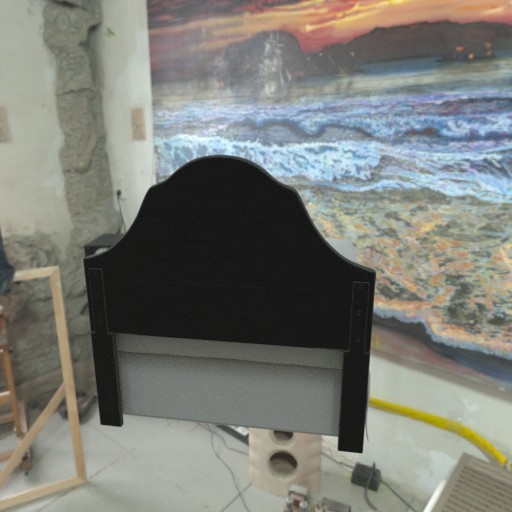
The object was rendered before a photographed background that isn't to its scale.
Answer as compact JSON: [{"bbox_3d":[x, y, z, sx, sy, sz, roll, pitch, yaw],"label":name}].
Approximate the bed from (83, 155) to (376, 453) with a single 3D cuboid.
[{"bbox_3d":[0.000,0.000,3.334,1.636,1.575,2.155,2,16,9],"label":"bed"}]
